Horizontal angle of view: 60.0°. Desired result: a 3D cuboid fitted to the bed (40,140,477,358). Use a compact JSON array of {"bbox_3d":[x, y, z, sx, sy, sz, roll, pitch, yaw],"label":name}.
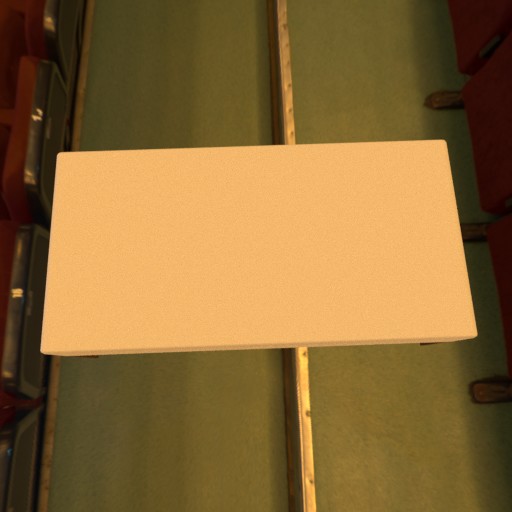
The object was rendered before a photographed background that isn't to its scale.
[{"bbox_3d":[0.000,0.000,2.321,1.902,0.616,0.961,-2,75,-1],"label":"bed"}]
